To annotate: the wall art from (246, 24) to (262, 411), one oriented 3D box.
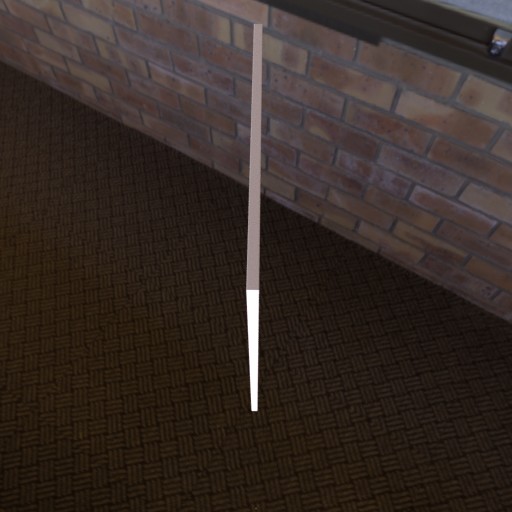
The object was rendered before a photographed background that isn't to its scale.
[{"bbox_3d":[0.000,0.000,0.860,0.013,0.656,0.456,1,60,0],"label":"wall art"}]
